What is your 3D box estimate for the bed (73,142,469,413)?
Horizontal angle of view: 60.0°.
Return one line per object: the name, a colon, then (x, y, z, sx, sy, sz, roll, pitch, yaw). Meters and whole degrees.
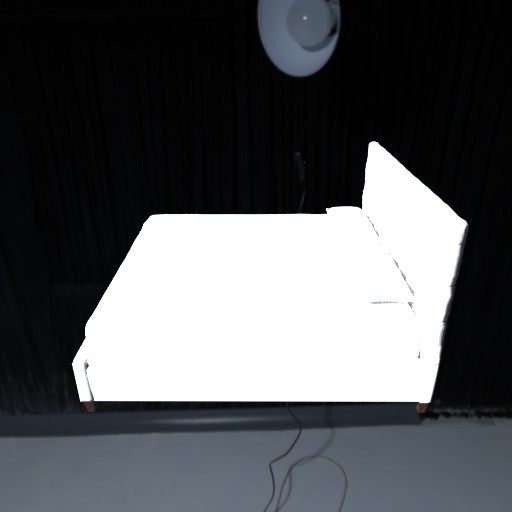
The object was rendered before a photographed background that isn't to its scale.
bed: (0.000, 0.000, 3.642, 2.387, 1.427, 2.078, 0, 27, 0)
